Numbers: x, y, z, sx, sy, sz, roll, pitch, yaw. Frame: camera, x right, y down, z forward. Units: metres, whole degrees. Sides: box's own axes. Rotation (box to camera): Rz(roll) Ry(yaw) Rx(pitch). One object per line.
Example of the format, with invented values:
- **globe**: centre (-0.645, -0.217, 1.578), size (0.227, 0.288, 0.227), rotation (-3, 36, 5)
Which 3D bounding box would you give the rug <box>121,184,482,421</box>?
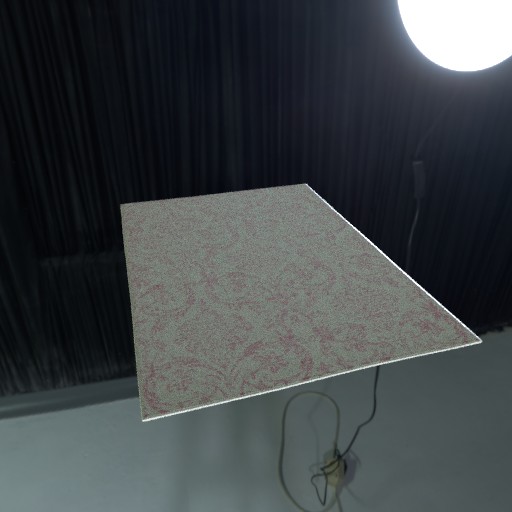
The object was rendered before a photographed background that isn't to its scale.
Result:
- **rug**: centre (0.000, 0.000, 2.832), size (1.598, 0.014, 2.202), rotation (-9, 31, -15)
